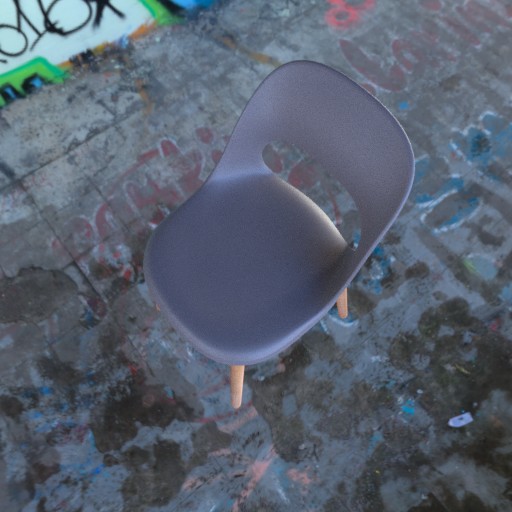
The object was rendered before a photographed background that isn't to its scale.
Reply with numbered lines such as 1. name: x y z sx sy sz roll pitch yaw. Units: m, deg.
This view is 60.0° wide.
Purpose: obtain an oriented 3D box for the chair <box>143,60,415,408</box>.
1. chair: 0.000 0.000 1.156 0.556 0.795 0.470 -37 70 -16
